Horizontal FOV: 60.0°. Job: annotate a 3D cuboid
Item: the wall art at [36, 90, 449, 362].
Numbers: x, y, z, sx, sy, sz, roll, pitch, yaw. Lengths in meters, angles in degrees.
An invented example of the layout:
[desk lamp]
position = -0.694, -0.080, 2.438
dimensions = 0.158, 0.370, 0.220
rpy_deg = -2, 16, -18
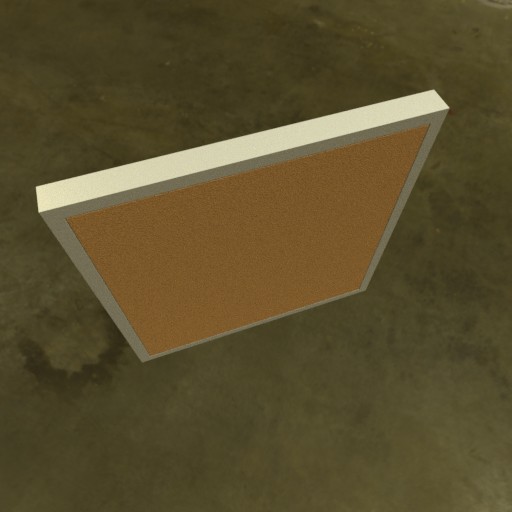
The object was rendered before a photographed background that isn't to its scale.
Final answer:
[wall art]
position = 0.000, 0.000, 0.743
dimensions = 0.506, 0.506, 0.038
rpy_deg = -16, 60, -10
